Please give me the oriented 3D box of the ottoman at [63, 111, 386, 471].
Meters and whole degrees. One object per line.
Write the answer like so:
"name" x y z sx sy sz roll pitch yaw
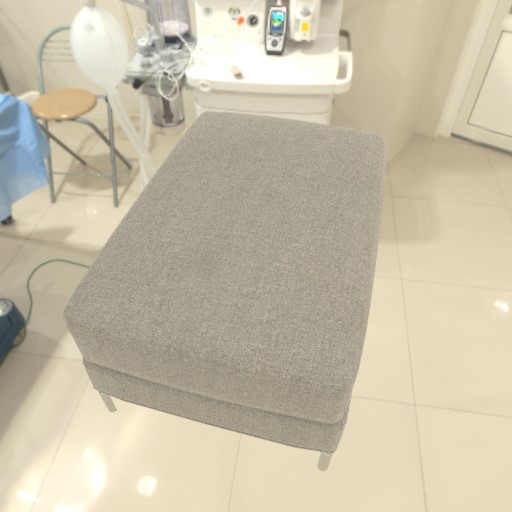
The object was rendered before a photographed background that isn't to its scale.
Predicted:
"ottoman" 0.000 0.000 1.164 0.584 0.457 0.838 11 47 10
